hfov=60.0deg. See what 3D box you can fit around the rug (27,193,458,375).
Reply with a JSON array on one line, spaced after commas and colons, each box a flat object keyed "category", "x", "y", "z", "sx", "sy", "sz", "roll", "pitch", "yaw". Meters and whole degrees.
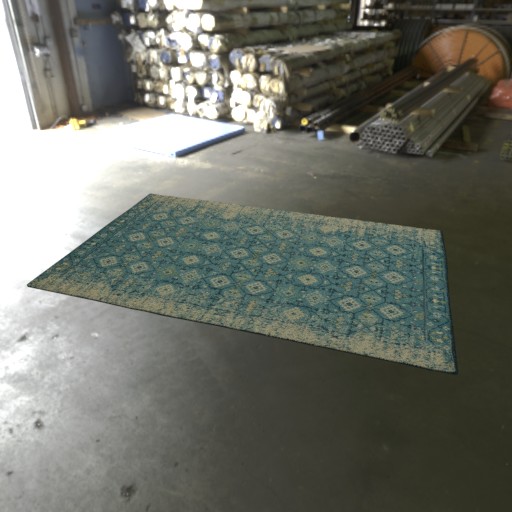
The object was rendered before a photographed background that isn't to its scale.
[{"category": "rug", "x": 0.000, "y": 0.000, "z": 2.985, "sx": 2.449, "sy": 0.015, "sz": 1.530, "roll": 9, "pitch": 32, "yaw": 15}]
